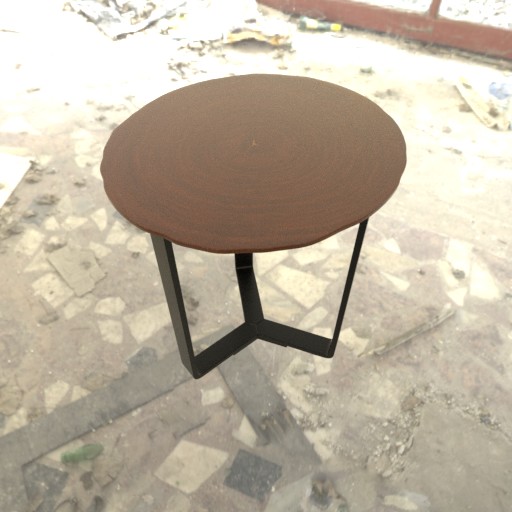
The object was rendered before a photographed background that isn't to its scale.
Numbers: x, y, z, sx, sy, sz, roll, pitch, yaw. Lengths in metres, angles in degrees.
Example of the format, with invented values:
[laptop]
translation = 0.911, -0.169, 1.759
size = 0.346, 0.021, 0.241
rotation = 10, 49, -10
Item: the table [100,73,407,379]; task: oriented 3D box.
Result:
[table]
translation = 0.000, 0.000, 0.755
size = 0.410, 0.450, 0.380
rotation = -32, 55, -26
